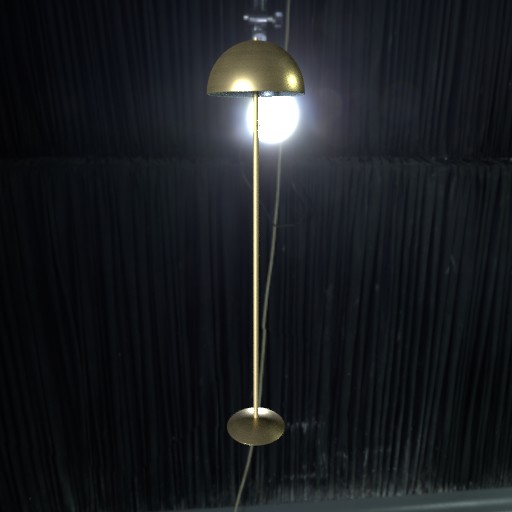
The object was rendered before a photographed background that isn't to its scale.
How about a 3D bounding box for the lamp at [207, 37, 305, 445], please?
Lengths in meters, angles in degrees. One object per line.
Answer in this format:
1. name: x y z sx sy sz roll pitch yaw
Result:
1. lamp: 0.000 0.000 1.651 0.328 1.480 0.328 -3 17 -10
